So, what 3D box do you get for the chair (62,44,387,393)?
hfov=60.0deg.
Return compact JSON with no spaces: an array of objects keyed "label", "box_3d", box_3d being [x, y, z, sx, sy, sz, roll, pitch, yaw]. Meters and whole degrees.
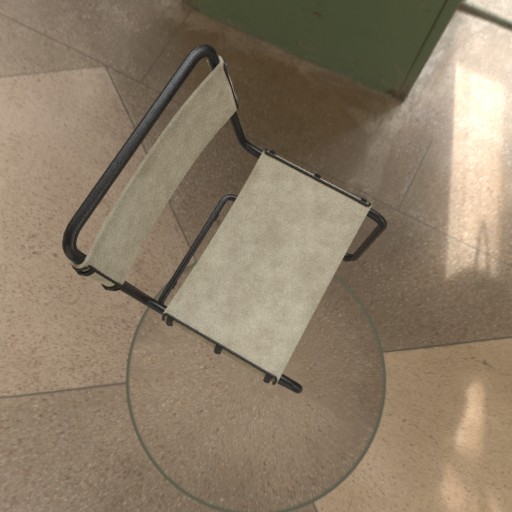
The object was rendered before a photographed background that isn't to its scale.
[{"label":"chair","box_3d":[0.000,0.000,1.088,0.497,0.747,0.499,29,77,7]}]
